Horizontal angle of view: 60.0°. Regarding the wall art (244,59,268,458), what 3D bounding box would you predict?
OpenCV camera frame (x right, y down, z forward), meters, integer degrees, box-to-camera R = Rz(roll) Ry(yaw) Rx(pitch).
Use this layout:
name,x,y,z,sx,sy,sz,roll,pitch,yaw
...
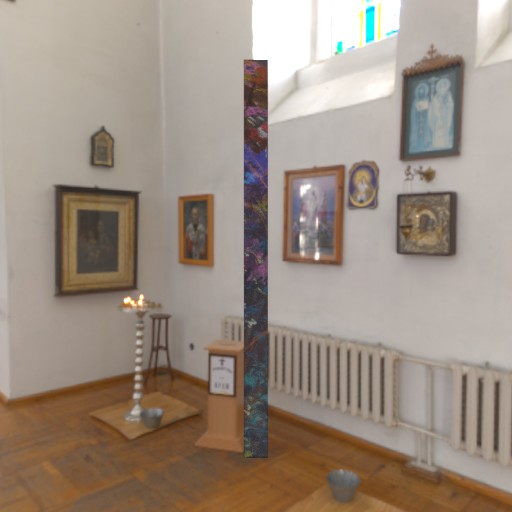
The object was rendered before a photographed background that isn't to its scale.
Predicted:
name,x,y,z,sx,sy,sz,roll,pitch,yaw
wall art,0.000,0.000,1.126,0.037,0.604,0.908,0,1,0
